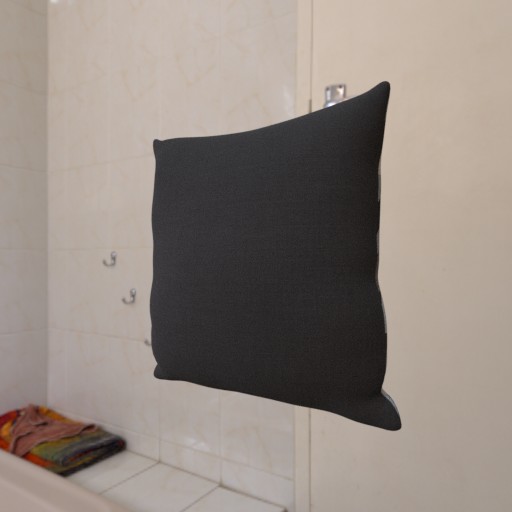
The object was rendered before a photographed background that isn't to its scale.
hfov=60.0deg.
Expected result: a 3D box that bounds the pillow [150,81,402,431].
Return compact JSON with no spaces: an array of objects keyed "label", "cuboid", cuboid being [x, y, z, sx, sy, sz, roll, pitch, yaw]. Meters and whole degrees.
[{"label":"pillow","cuboid":[0.000,0.000,0.770,0.503,0.496,0.208,0,-1,35]}]
